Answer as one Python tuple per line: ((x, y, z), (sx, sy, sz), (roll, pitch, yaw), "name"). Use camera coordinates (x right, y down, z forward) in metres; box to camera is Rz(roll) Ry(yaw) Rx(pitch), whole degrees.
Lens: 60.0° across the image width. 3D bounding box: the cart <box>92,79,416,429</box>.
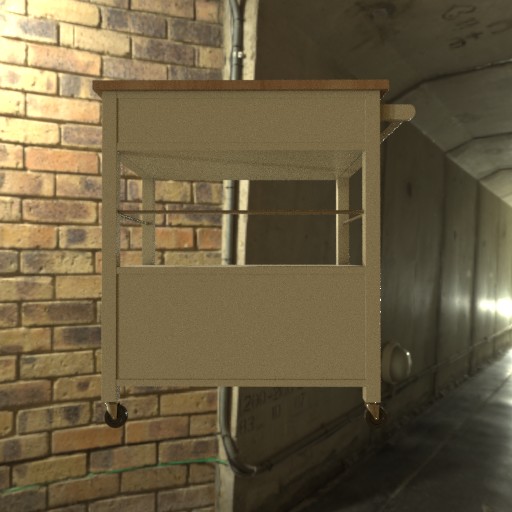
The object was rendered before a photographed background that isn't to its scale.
((0.000, 0.000, 1.363), (0.840, 0.901, 0.459), (0, 0, 0), "cart")
